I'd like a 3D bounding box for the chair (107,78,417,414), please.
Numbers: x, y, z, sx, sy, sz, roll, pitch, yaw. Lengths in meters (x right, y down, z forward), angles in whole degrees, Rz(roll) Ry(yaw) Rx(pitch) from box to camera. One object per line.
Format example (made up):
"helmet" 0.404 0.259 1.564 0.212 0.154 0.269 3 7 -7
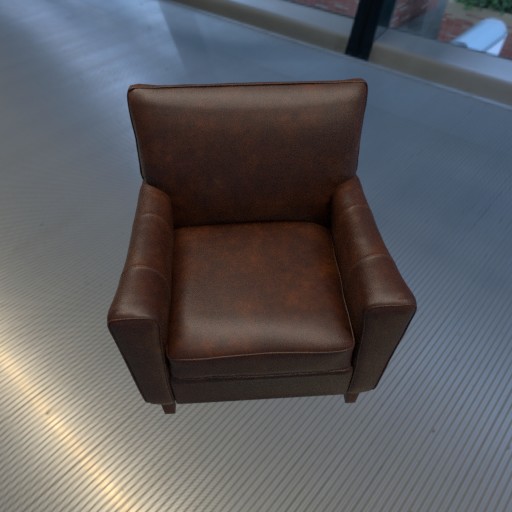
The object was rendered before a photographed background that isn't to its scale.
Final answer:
"chair" 0.000 0.000 1.589 0.870 0.943 0.823 -3 47 -2
